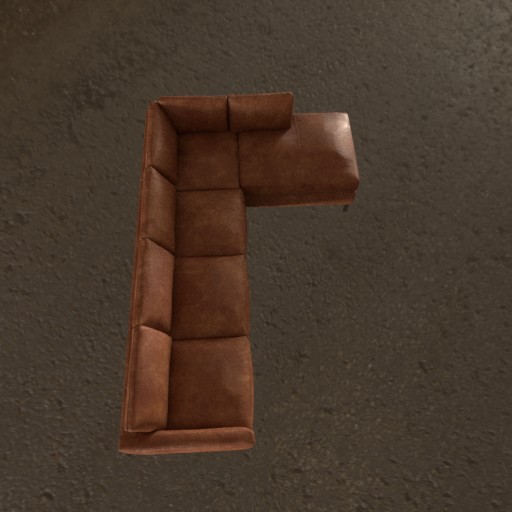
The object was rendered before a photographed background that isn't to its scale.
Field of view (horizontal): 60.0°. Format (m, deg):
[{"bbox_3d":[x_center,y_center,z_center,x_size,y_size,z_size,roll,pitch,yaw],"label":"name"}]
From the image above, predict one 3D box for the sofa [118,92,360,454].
[{"bbox_3d":[0.000,0.000,3.739,1.938,0.877,2.984,-2,64,-1],"label":"sofa"}]
